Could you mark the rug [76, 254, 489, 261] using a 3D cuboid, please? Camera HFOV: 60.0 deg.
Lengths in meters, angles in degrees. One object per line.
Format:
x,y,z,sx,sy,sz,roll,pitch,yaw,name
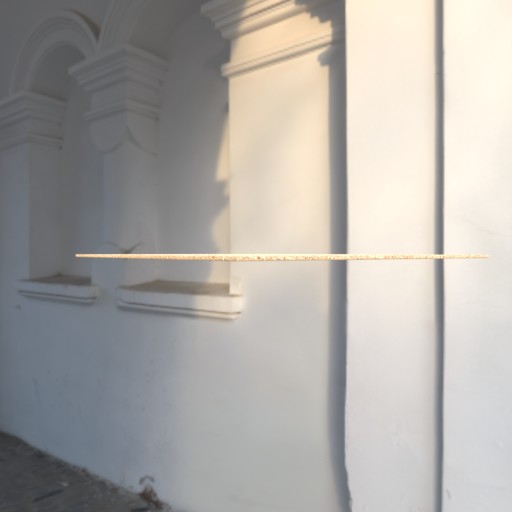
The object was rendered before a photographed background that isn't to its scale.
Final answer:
0.000,0.000,4.039,2.400,0.026,3.000,0,0,-36,rug
